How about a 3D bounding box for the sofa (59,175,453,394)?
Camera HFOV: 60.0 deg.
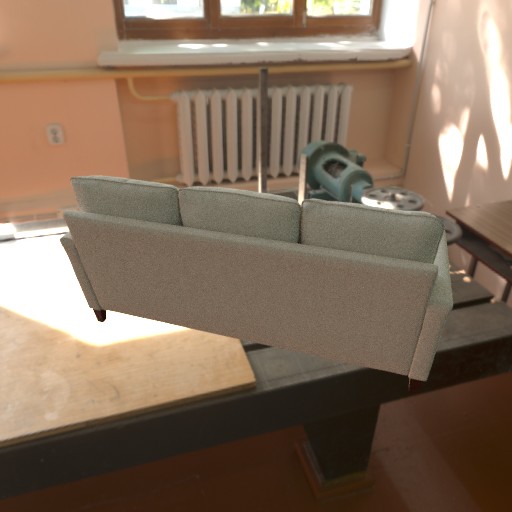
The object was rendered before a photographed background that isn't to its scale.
[{"bbox_3d":[0.000,0.000,2.427,1.925,0.961,0.828,9,31,16],"label":"sofa"}]
